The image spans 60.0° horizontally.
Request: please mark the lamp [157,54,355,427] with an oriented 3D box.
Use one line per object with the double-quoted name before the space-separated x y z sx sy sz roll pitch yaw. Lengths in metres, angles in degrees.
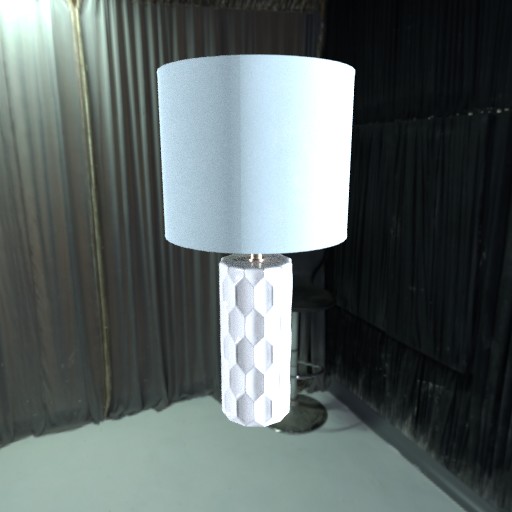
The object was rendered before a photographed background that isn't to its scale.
"lamp" 0.000 0.000 0.696 0.277 0.534 0.277 -7 16 -28
